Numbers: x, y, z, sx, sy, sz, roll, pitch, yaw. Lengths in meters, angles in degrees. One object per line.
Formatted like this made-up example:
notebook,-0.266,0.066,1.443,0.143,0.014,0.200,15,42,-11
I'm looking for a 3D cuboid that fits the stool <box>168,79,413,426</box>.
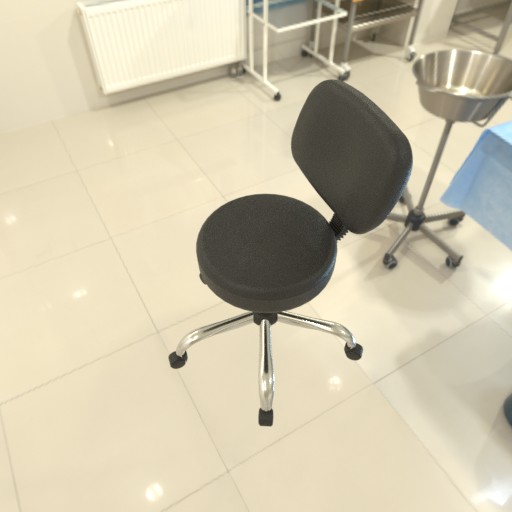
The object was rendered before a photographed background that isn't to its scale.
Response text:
stool,0.000,0.000,1.301,0.648,0.862,0.673,-18,51,-15
